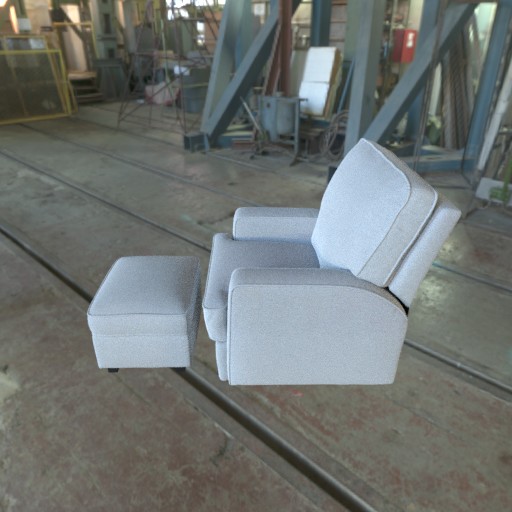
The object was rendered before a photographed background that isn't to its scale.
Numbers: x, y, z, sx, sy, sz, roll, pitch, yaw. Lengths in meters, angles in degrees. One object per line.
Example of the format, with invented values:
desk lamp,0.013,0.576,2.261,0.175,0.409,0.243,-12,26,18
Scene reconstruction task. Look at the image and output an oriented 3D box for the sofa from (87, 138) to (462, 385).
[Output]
sofa,0.000,0.000,2.067,1.472,0.959,0.861,0,27,-1
